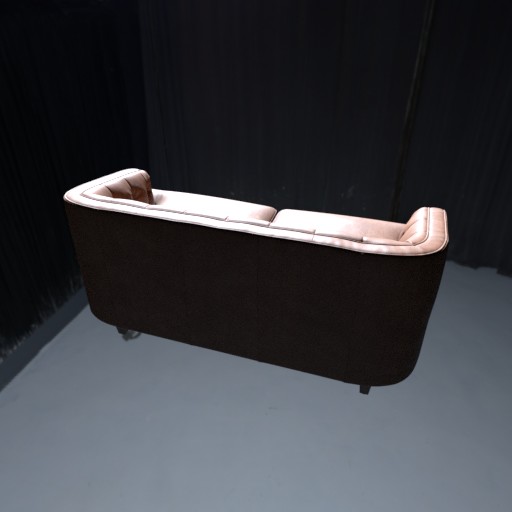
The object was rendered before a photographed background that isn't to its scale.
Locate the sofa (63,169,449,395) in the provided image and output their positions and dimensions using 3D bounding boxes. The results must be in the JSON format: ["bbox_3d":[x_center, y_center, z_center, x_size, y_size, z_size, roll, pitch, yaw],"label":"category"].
[{"bbox_3d":[0.000,0.000,2.265,1.755,0.786,0.914,10,33,16],"label":"sofa"}]
